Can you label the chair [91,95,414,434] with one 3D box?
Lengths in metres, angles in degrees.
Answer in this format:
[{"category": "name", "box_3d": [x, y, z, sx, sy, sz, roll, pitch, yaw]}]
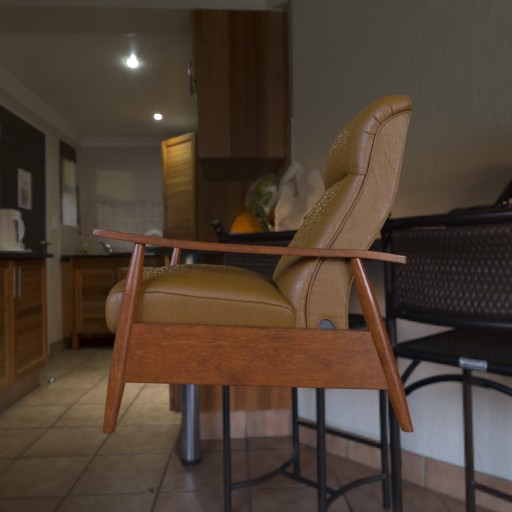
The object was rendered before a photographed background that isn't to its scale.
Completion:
[{"category": "chair", "box_3d": [0.000, 0.000, 1.727, 1.014, 1.082, 0.762, 0, 1, -1]}]
